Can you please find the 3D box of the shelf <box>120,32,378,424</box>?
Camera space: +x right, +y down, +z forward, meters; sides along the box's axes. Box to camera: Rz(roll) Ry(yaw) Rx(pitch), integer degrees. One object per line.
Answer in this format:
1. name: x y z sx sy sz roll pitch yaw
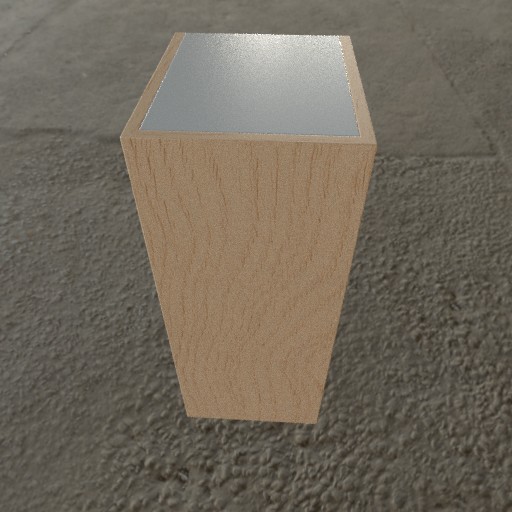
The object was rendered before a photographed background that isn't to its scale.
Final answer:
1. shelf: 0.000 0.000 0.738 0.250 0.600 0.290 2 45 2
